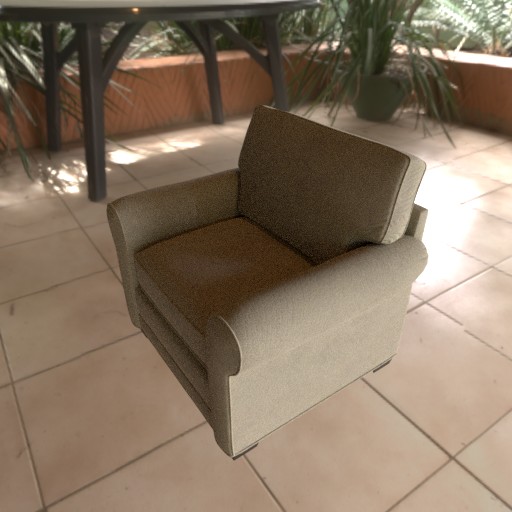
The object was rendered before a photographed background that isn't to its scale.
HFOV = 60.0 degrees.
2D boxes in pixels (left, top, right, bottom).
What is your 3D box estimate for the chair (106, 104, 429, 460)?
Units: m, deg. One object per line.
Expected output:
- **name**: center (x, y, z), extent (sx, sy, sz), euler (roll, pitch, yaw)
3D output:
- **chair**: center (0.000, 0.000, 1.926), extent (0.939, 1.044, 1.147), euler (-20, 38, -29)
